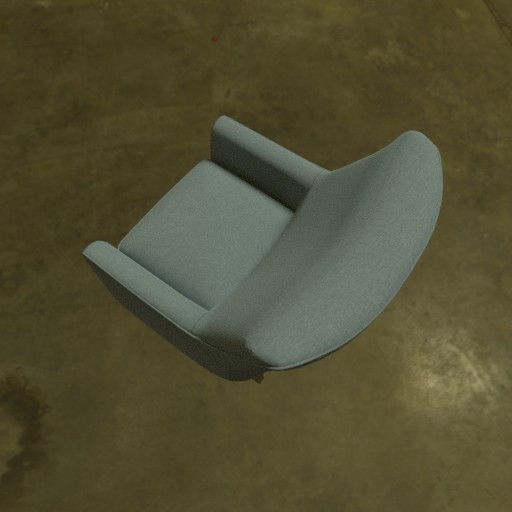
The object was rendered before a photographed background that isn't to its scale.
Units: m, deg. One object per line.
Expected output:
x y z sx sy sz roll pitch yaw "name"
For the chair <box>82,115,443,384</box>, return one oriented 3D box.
0.000 0.000 1.513 0.879 0.916 0.756 33 68 15 "chair"
